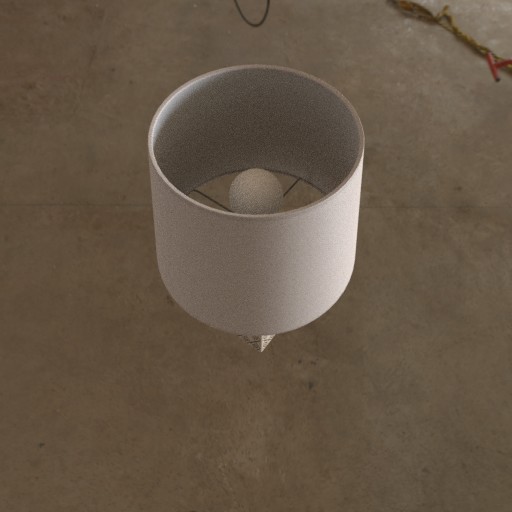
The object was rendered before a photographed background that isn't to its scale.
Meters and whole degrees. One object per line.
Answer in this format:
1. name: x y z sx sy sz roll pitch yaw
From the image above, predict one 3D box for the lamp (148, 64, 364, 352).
1. lamp: 0.000 0.000 0.593 0.251 0.435 0.251 0 58 0
